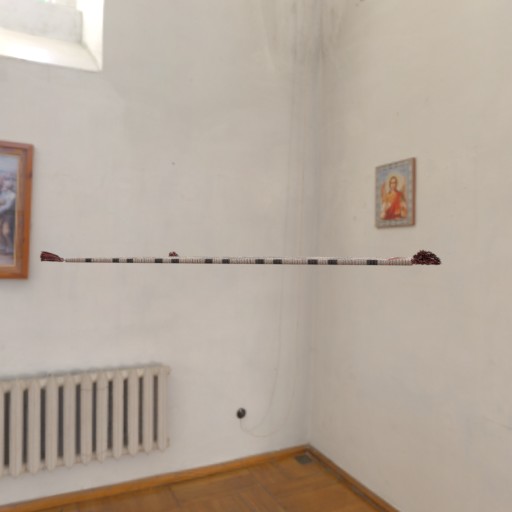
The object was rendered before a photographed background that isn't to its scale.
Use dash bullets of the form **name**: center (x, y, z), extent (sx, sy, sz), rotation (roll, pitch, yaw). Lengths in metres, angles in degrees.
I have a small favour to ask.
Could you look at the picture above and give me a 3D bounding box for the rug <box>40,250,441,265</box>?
- **rug**: center (0.000, 0.000, 2.724), extent (2.069, 0.067, 1.444), rotation (0, 0, 20)
